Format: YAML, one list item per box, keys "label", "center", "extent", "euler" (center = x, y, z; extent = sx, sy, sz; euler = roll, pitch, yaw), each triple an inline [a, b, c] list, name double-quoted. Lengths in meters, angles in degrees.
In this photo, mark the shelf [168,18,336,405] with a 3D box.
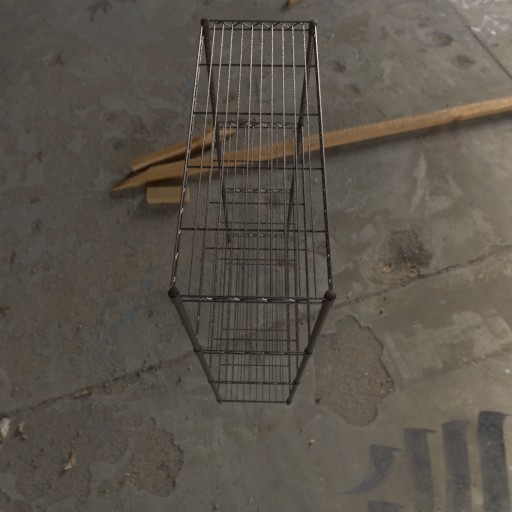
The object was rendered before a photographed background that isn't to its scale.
- label: "shelf"
  center: [0.000, 0.000, 1.729]
  extent: [0.352, 1.361, 0.907]
  euler: [1, 63, 1]
